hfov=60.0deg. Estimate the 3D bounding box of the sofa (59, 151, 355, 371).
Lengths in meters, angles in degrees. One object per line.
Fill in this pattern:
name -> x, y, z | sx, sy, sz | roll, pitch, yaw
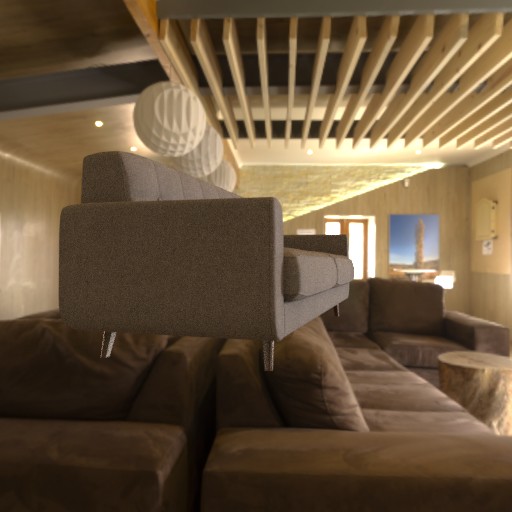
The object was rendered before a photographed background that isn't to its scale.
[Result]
sofa -> 0.000, 0.000, 2.489 | 0.909, 0.841, 2.029 | 0, -1, 18
